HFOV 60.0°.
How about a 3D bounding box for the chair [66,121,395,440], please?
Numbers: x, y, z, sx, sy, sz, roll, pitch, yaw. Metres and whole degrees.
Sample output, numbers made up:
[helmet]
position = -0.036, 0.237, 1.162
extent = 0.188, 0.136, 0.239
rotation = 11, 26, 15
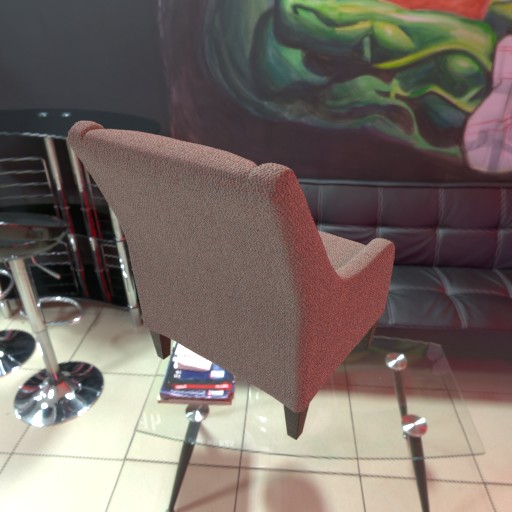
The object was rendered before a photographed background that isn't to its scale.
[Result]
[chair]
position = 0.000, 0.000, 1.626
extent = 0.774, 1.014, 0.870
rotation = 20, 35, 31
